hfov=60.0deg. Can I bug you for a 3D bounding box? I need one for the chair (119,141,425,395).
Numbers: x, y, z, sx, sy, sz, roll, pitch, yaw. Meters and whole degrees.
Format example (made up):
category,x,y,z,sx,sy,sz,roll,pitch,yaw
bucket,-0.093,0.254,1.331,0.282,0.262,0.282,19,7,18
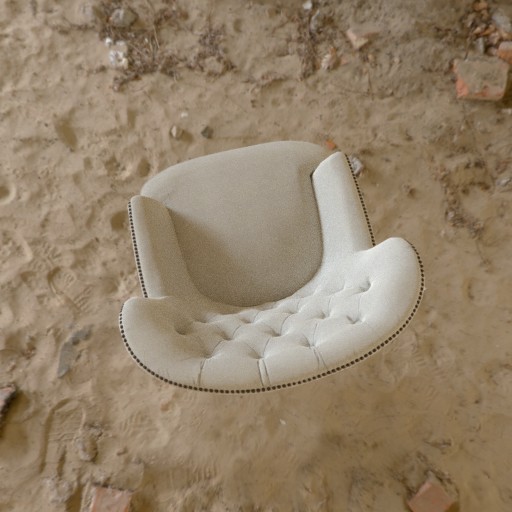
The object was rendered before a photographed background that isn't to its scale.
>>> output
category,x,y,z,sx,sy,sz,roll,pitch,yaw
chair,0.000,0.000,1.621,0.848,0.868,0.906,-13,76,-3
